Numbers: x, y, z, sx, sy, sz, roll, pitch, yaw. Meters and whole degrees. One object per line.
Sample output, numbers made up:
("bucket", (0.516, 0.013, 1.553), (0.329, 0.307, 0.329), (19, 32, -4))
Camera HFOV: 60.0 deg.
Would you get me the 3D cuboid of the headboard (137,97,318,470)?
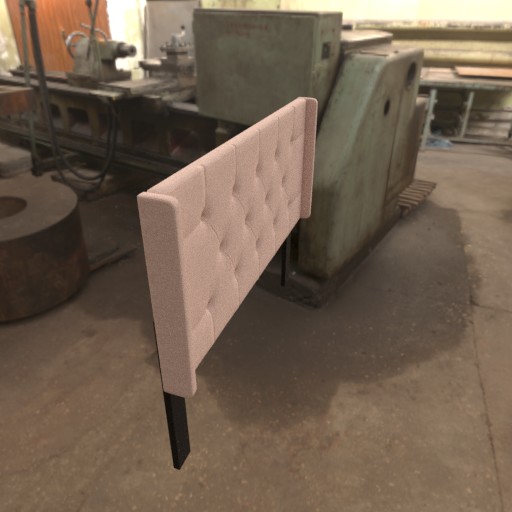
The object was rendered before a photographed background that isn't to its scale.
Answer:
("headboard", (0.000, 0.000, 2.698), (0.184, 1.524, 2.051), (10, 31, 18))
